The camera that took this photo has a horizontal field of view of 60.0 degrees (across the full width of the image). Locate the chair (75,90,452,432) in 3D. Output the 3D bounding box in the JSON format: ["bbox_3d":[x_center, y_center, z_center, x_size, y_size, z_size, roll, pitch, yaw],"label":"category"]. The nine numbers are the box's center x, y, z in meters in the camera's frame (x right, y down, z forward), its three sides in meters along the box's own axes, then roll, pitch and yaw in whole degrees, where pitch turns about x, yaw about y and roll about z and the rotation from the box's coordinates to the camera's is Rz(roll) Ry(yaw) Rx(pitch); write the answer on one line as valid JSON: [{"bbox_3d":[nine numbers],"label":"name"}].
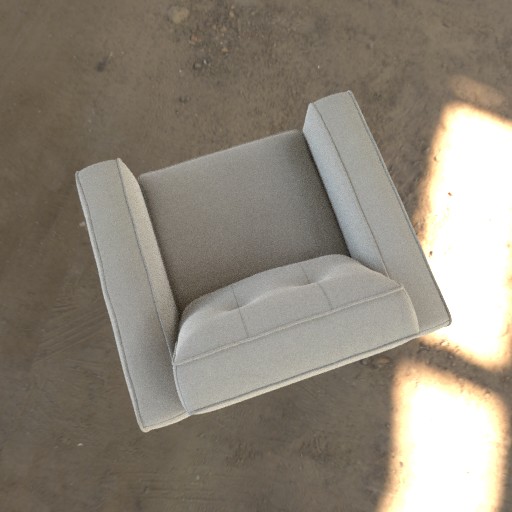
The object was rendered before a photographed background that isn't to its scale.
[{"bbox_3d":[0.000,0.000,1.697,1.115,0.779,0.953,-18,76,-5],"label":"chair"}]
